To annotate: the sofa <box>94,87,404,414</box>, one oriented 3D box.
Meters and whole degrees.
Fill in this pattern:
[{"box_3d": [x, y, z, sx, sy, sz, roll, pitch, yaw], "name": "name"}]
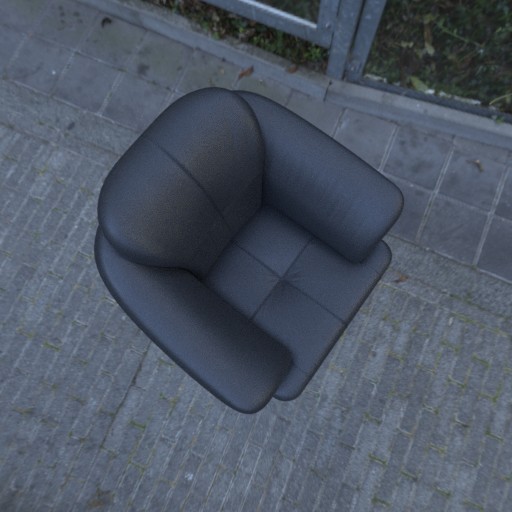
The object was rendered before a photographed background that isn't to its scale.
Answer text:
[{"box_3d": [0.000, 0.000, 1.522, 0.794, 0.811, 0.870, 36, 78, 9], "name": "sofa"}]
